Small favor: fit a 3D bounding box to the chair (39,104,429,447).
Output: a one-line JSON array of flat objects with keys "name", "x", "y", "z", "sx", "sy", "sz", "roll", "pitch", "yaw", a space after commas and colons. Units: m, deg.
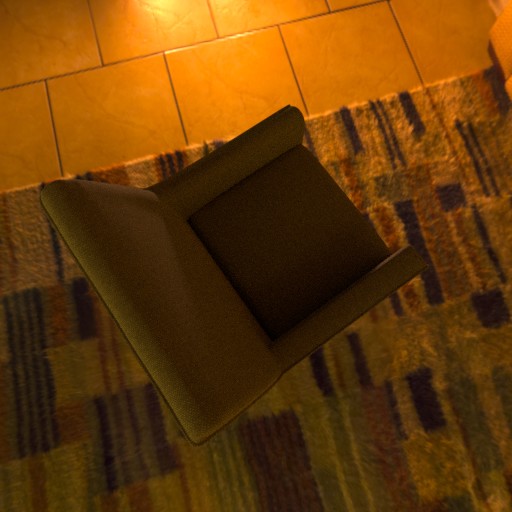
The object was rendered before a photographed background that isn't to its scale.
[{"name": "chair", "x": 0.000, "y": 0.000, "z": 1.577, "sx": 0.899, "sy": 0.919, "sz": 0.780, "roll": -34, "pitch": 78, "yaw": -8}]
